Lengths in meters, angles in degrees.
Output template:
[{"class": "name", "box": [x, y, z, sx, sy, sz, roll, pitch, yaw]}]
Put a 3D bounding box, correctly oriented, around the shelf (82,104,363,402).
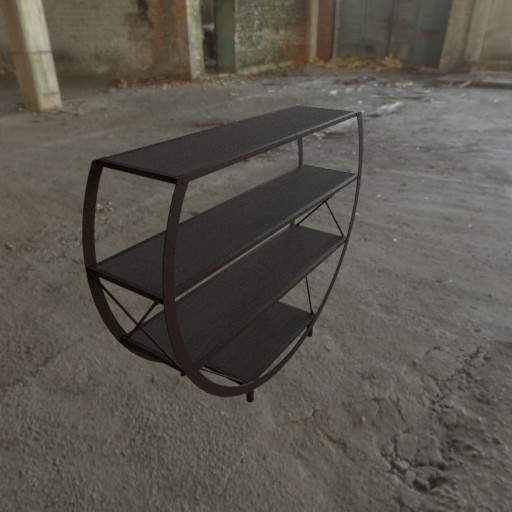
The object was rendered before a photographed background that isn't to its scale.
[{"class": "shelf", "box": [0.000, 0.000, 1.908, 0.344, 1.063, 1.403, 17, 32, 30]}]
